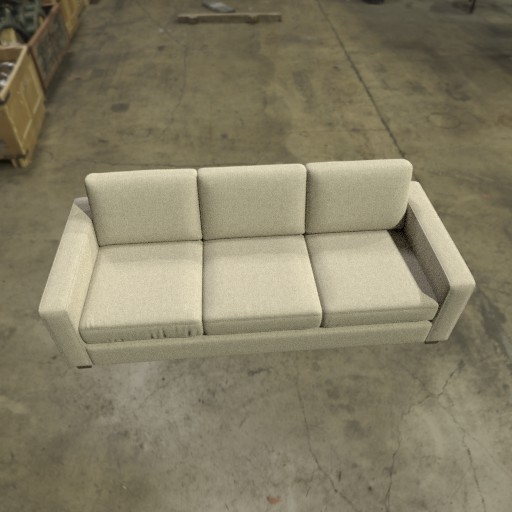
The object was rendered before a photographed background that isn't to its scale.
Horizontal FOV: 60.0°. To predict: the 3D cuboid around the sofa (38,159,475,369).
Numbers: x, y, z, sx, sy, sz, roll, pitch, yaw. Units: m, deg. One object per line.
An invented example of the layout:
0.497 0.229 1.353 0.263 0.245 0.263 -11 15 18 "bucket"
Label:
0.000 0.000 2.567 2.160 0.800 0.900 -3 45 -3 "sofa"
